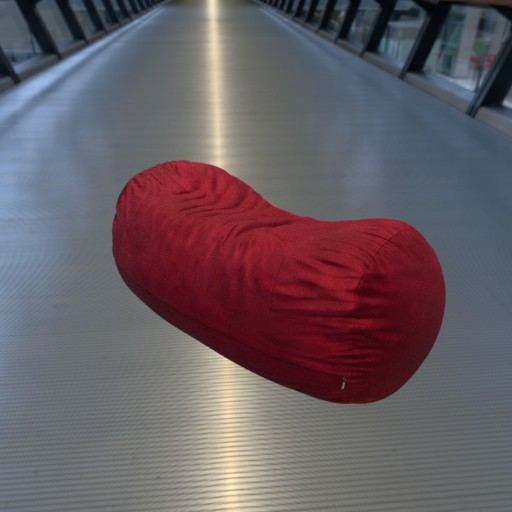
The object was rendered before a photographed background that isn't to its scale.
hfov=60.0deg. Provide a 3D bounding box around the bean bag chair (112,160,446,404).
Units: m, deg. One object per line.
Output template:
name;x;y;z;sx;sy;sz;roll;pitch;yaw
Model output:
bean bag chair;0.000;0.000;2.815;2.293;0.867;1.216;23;38;33
